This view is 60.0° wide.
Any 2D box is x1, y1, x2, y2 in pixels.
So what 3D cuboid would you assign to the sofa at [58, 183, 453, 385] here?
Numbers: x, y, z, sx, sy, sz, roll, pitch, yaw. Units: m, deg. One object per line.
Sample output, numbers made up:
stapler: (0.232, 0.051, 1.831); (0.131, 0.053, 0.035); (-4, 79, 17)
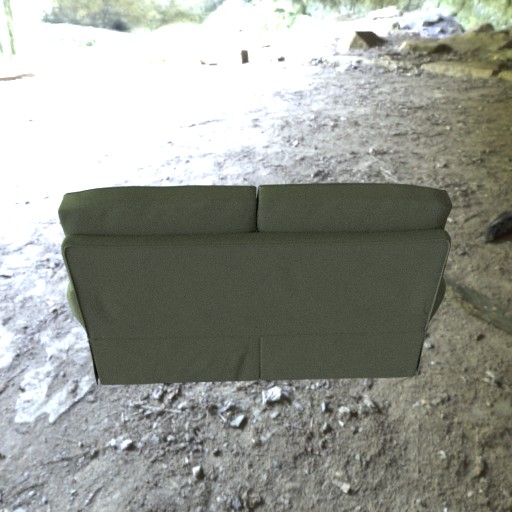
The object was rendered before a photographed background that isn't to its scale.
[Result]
sofa: (0.000, 0.000, 2.376); (1.823, 1.024, 0.841); (-1, 32, -2)
